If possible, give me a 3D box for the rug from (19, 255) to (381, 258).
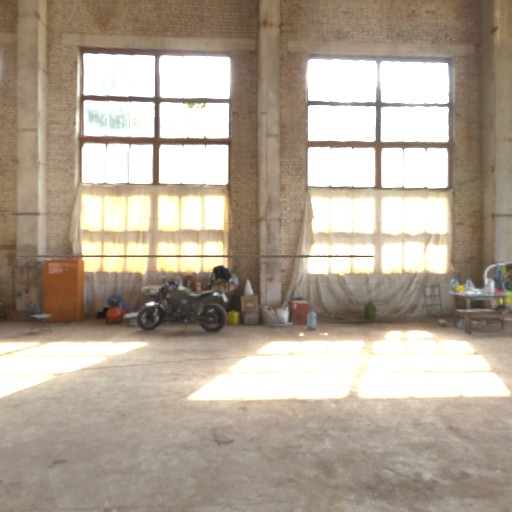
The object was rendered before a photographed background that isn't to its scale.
[{"bbox_3d":[0.000,0.000,2.277,1.220,0.007,1.828,0,0,16],"label":"rug"}]
